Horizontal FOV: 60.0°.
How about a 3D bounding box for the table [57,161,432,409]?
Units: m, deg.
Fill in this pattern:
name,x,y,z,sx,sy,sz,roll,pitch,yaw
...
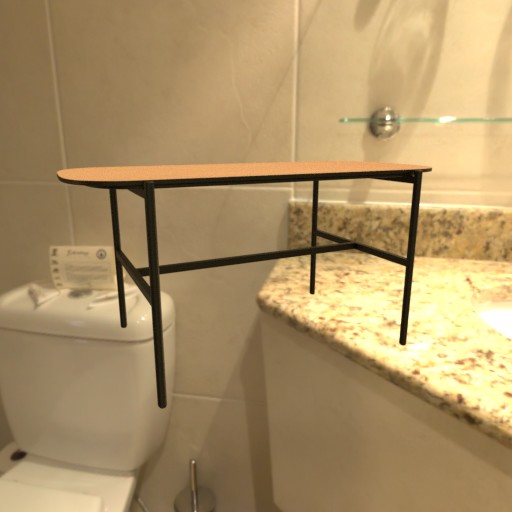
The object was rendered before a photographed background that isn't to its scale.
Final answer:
name,x,y,z,sx,sy,sz,roll,pitch,yaw
table,0.000,0.000,1.025,0.800,0.400,0.400,-7,17,-25
